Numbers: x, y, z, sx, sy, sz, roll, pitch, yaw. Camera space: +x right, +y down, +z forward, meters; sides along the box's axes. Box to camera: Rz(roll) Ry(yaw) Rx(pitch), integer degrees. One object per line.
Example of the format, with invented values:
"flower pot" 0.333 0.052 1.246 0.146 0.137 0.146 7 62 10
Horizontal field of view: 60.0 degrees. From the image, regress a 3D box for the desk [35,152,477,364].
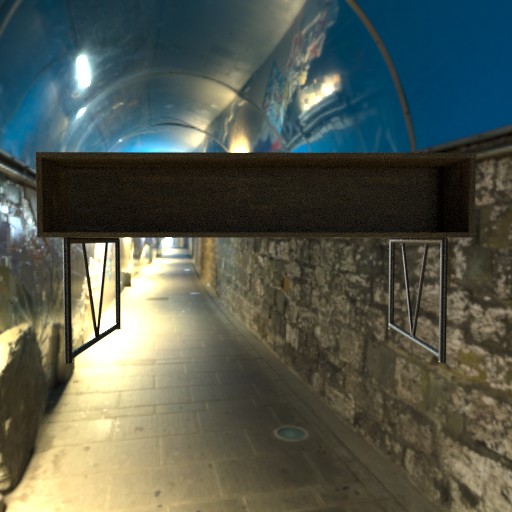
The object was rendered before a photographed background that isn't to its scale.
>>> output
"desk" 0.000 0.000 1.987 1.600 0.780 0.730 0 2 0
